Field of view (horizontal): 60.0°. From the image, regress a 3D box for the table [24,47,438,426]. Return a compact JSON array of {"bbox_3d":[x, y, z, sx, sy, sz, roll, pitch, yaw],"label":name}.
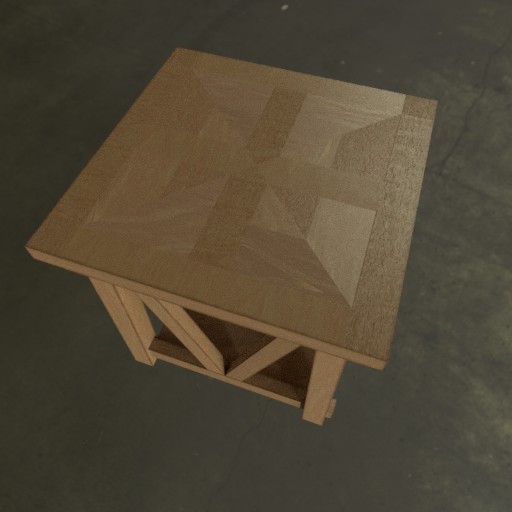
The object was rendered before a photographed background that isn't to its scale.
[{"bbox_3d":[0.000,0.000,1.113,0.612,0.638,0.610,16,58,10],"label":"table"}]
